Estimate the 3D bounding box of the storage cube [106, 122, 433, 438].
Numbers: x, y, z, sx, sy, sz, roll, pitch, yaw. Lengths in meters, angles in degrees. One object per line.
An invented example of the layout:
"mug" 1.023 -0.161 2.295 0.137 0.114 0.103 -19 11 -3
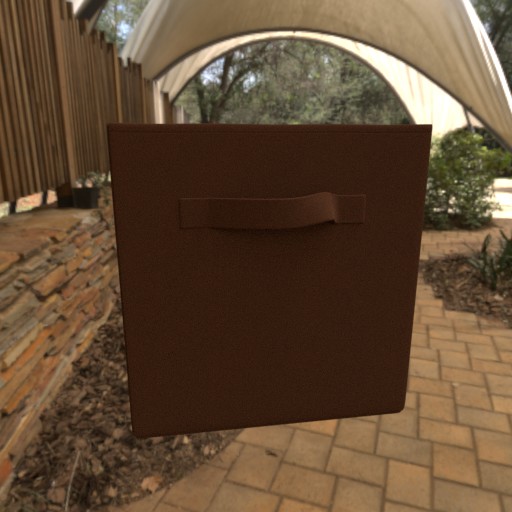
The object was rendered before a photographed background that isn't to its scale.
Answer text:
"storage cube" 0.000 0.000 0.499 0.270 0.280 0.270 -2 15 -9
